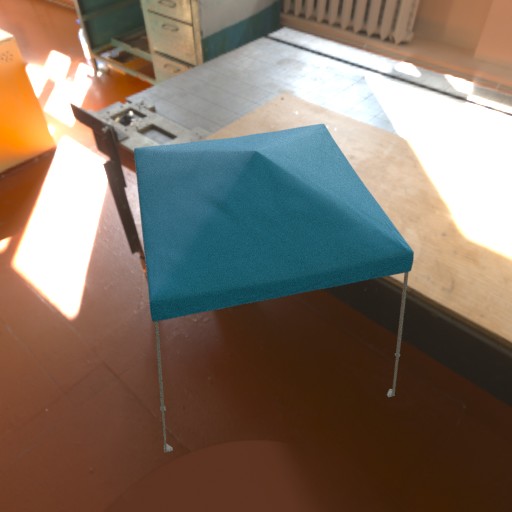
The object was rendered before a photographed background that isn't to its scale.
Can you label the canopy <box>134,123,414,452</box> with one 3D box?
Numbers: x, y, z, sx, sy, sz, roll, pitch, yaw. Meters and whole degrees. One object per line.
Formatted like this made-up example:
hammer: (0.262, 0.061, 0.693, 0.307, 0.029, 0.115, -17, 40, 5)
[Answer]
canopy: (0.000, 0.000, 5.215, 2.848, 2.849, 2.849, -10, 47, -10)
